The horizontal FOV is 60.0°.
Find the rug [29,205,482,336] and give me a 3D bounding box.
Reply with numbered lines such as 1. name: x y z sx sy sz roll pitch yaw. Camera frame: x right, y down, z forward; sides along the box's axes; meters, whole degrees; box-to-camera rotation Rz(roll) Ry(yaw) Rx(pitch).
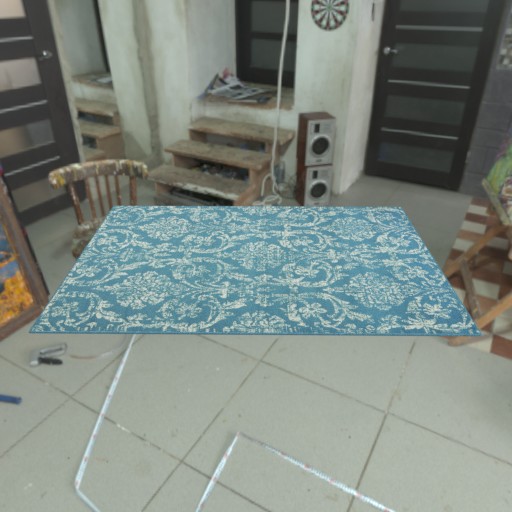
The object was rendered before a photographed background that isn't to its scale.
1. rug: 0.000 0.000 3.453 2.746 0.018 1.816 0 31 1
